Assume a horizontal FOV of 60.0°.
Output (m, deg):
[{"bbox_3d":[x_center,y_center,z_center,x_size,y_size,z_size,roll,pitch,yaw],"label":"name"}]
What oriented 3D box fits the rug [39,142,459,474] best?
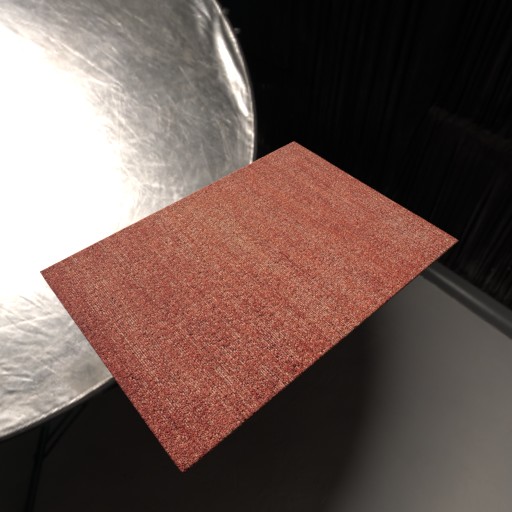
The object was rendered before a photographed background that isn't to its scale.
[{"bbox_3d":[0.000,0.000,5.103,3.965,0.025,2.803,-33,55,-26],"label":"rug"}]
